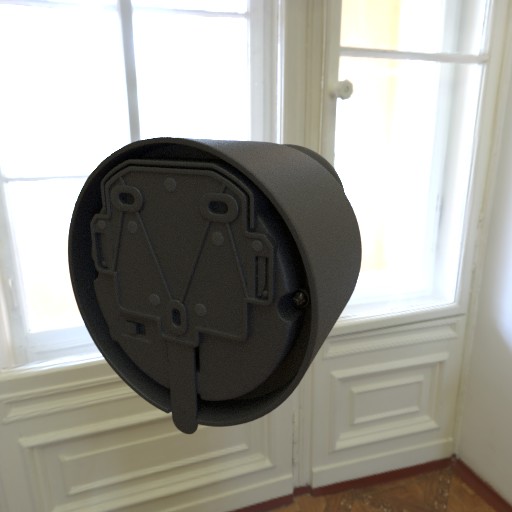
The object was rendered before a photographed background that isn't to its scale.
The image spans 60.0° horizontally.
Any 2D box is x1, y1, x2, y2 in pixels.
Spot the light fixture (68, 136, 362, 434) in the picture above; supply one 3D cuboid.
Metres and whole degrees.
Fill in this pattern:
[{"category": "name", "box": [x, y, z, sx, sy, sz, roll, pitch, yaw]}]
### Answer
[{"category": "light fixture", "box": [0.000, 0.000, 0.267, 0.134, 0.143, 0.160, 8, 19, 26]}]
